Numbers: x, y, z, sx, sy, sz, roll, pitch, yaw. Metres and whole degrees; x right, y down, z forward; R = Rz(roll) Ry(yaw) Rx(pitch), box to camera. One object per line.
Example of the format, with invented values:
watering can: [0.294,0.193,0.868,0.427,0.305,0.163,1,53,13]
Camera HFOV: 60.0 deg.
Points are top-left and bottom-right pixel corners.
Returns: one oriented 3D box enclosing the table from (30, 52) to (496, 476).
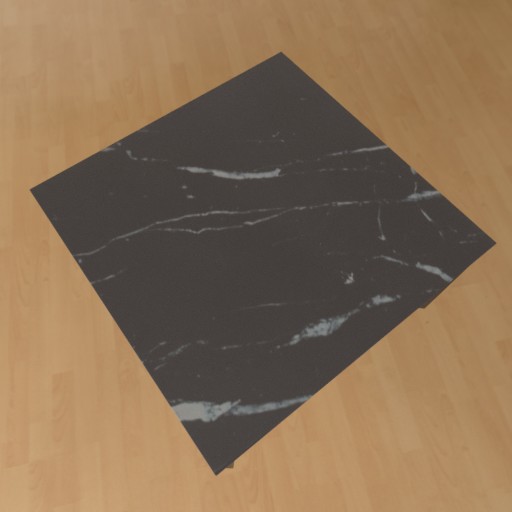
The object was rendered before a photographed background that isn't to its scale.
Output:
table: [0.000,0.000,1.266,0.800,0.450,0.800,-35,69,-15]
